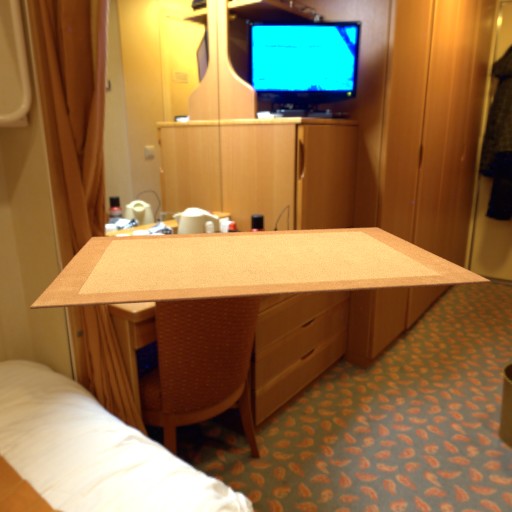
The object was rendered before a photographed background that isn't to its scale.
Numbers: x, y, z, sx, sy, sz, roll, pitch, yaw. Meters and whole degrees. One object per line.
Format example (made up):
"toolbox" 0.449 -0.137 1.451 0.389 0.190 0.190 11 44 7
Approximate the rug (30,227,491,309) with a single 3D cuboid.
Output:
"rug" 0.000 0.000 3.030 2.438 0.014 1.524 -2 15 -9
